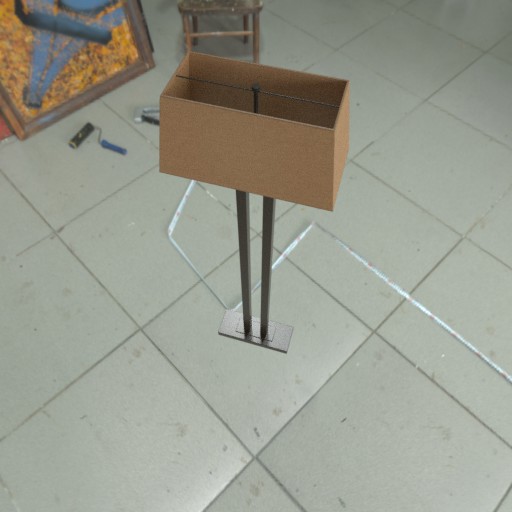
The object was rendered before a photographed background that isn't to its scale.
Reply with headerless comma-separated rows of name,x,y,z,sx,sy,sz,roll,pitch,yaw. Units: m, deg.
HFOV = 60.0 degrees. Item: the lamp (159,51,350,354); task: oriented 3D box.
lamp,0.000,0.000,1.639,0.475,1.469,0.233,14,59,9
